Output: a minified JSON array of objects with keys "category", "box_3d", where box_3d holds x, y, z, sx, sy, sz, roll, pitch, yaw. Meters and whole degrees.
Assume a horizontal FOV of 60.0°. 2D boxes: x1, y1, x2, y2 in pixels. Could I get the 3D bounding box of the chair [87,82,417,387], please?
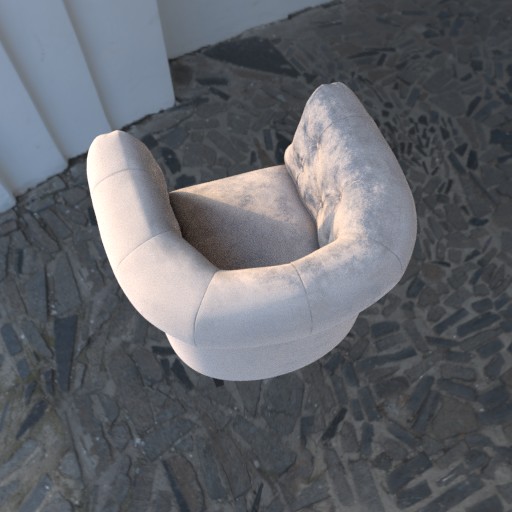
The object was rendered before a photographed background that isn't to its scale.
[{"category":"chair","box_3d":[0.000,0.000,1.556,0.904,0.826,0.851,-16,60,-10]}]
